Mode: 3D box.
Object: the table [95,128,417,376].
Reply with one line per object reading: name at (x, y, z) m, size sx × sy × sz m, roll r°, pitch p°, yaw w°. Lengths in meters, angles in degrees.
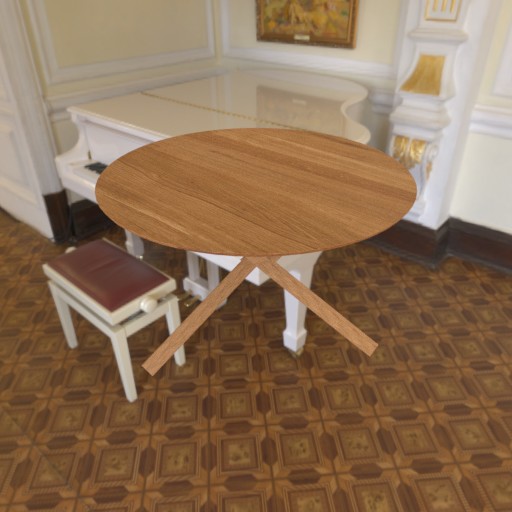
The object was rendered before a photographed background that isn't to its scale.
table at (0.000, 0.000, 1.669) m, size 1.038 × 0.666 × 1.038 m, roll 0°, pitch 32°, yaw 0°
